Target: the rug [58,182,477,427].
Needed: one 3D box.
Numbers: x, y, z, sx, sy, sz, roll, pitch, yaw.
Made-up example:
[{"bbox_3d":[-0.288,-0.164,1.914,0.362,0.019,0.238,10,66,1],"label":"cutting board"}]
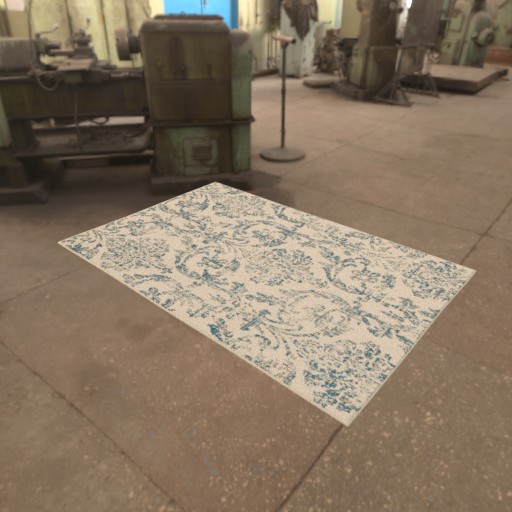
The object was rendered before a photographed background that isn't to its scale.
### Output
[{"bbox_3d":[0.000,0.000,2.306,1.831,0.012,1.213,24,38,34],"label":"rug"}]
